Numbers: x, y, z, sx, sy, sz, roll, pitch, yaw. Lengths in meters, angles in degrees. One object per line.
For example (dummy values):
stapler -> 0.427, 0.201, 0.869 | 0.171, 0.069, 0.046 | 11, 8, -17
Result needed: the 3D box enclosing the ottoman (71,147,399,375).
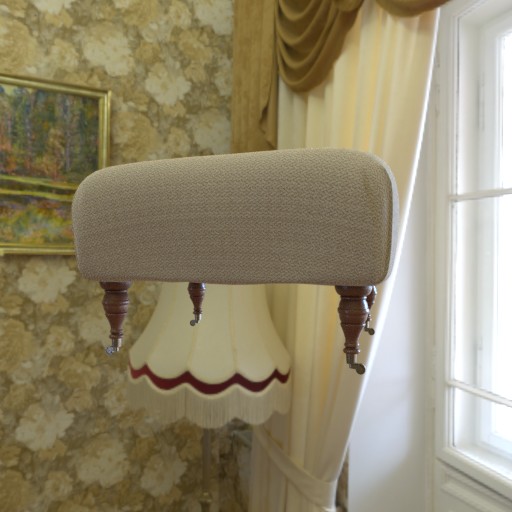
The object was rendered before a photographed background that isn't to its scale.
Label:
ottoman -> 0.000, 0.000, 1.117 | 0.684, 0.447, 0.622 | 0, 0, 17
